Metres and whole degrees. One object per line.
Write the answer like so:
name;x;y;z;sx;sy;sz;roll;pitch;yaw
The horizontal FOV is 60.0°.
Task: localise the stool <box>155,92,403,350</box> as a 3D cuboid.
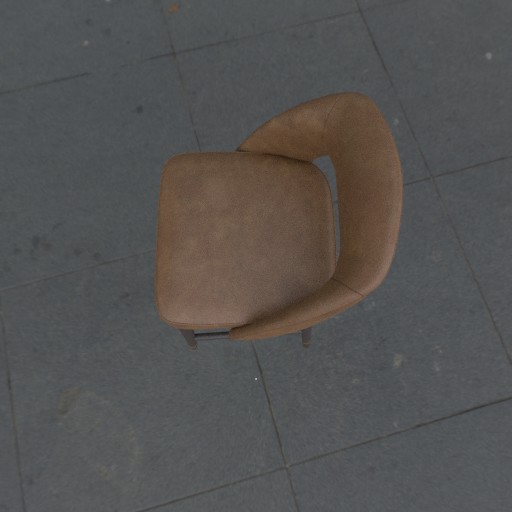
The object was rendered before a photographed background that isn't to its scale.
stool;0.000;0.000;1.259;0.509;1.037;0.494;-1;74;0
